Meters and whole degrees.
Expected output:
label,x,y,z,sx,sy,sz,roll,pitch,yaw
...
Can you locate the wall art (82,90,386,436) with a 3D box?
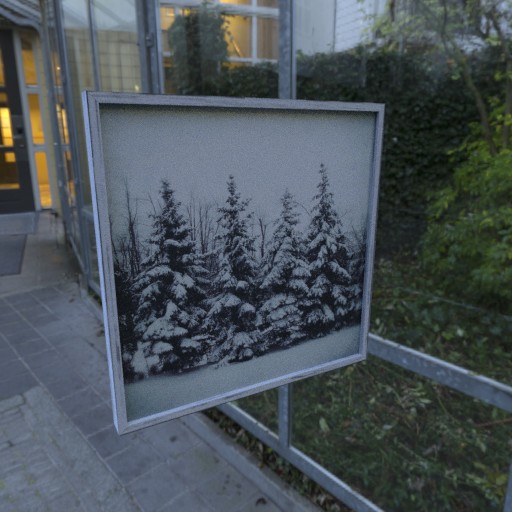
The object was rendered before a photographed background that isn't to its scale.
label,x,y,z,sx,sy,sz,roll,pitch,yaw
wall art,0.000,0.000,0.755,0.506,0.506,0.038,-8,17,-28
